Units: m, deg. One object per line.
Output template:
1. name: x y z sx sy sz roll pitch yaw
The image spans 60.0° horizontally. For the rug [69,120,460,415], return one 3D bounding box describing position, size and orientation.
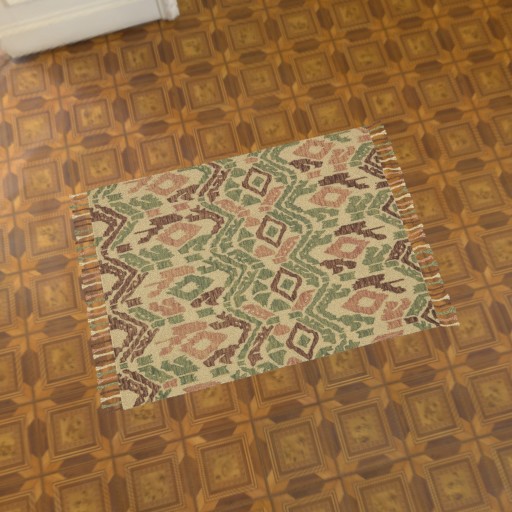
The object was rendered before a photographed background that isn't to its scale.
1. rug: 0.000 0.000 2.339 1.829 0.010 1.219 -14 74 -4
